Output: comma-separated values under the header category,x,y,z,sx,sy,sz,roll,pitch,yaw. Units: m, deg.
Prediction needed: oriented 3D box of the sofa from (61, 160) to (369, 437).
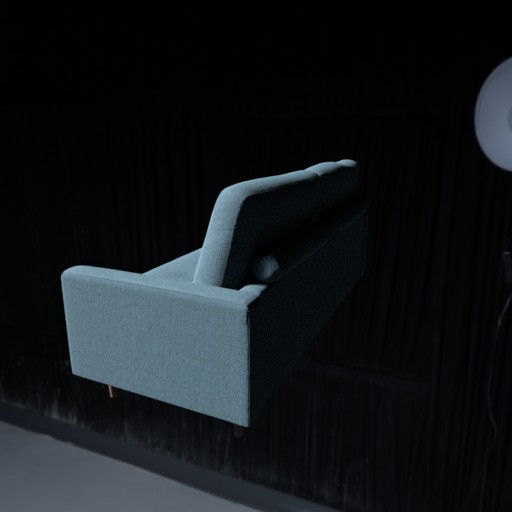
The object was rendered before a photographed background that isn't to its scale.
category,x,y,z,sx,sy,sz,roll,pitch,yaw
sofa,0.000,0.000,2.593,0.966,1.050,2.010,7,17,24
